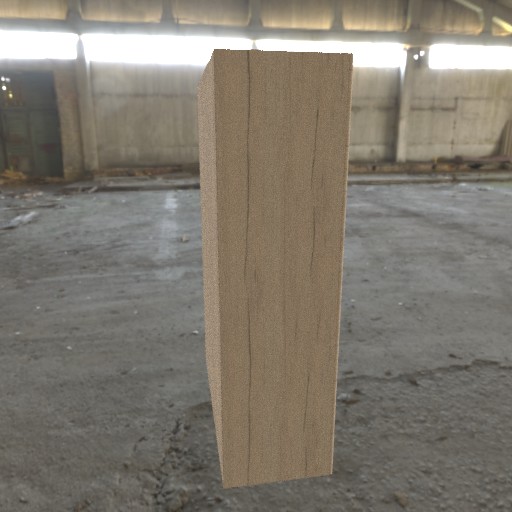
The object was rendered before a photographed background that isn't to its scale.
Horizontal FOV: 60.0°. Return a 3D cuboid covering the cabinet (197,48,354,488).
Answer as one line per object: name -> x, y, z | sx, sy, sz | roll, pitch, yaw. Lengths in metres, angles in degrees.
cabinet -> 0.000, 0.000, 2.706 | 0.580, 2.070, 1.400 | -3, 15, -10
